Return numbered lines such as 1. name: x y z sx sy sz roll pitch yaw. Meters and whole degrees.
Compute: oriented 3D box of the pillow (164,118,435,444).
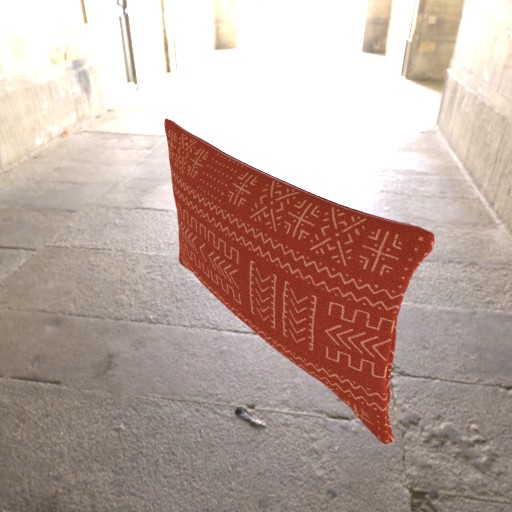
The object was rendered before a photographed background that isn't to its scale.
1. pillow: 0.000 0.000 0.775 0.130 0.352 0.640 -21 37 -31
